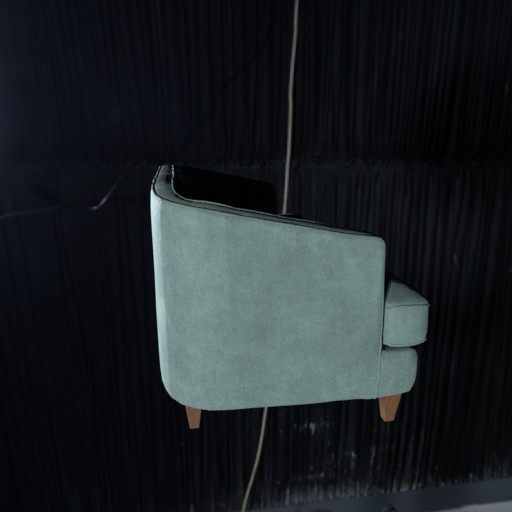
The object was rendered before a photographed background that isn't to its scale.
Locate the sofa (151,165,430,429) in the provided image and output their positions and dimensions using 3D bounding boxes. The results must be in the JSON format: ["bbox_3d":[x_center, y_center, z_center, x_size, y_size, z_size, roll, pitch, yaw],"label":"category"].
[{"bbox_3d":[0.000,0.000,2.220,0.941,0.855,1.733,-3,16,-10],"label":"sofa"}]
